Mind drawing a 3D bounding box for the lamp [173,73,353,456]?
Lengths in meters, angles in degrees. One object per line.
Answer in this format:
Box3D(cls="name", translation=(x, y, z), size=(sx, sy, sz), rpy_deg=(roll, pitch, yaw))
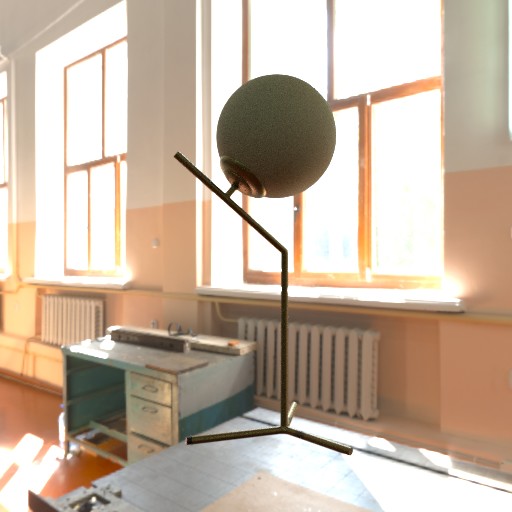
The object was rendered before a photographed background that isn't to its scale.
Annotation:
Box3D(cls="lamp", translation=(0.000, 0.000, 0.678), size=(0.251, 0.552, 0.210), rpy_deg=(0, 0, -17))
